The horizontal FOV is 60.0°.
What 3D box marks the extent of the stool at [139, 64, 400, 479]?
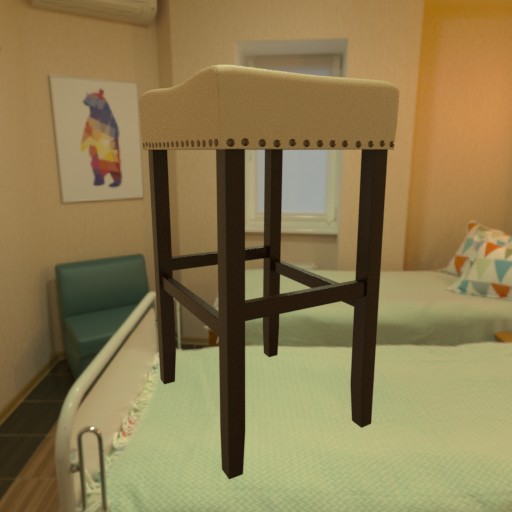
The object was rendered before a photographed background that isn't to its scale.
[{"bbox_3d":[0.000,0.000,1.056,0.401,0.762,0.471,-7,15,-29],"label":"stool"}]
